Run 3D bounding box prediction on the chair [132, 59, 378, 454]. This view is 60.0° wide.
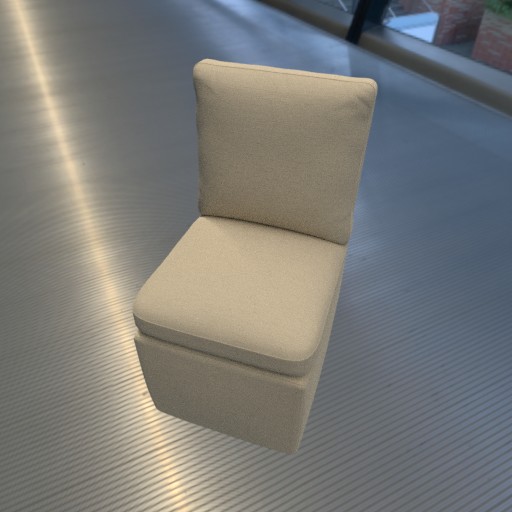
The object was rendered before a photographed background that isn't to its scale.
[{"bbox_3d":[0.000,0.000,1.300,0.503,0.927,0.698,13,44,14],"label":"chair"}]
